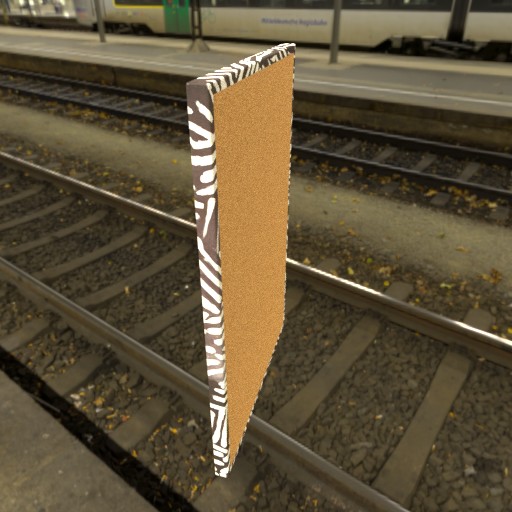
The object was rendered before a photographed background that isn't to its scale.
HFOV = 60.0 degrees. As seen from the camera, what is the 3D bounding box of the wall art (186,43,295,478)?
[{"bbox_3d":[0.000,0.000,1.116,0.035,0.918,0.615,8,31,14],"label":"wall art"}]
